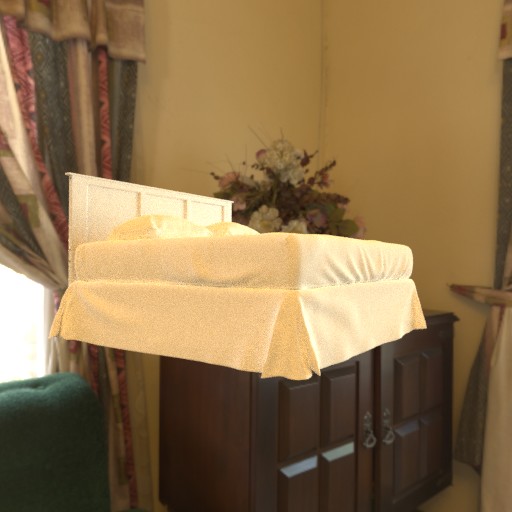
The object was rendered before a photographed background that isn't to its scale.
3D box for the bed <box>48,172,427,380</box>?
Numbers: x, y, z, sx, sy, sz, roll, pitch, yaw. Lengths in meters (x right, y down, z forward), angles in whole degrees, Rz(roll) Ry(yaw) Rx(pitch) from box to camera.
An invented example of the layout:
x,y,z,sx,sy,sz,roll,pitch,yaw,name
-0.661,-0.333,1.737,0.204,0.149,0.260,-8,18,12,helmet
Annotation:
x,y,z,sx,sy,sz,roll,pitch,yaw,name
0.000,0.000,3.606,2.215,1.273,2.317,-1,-1,36,bed
